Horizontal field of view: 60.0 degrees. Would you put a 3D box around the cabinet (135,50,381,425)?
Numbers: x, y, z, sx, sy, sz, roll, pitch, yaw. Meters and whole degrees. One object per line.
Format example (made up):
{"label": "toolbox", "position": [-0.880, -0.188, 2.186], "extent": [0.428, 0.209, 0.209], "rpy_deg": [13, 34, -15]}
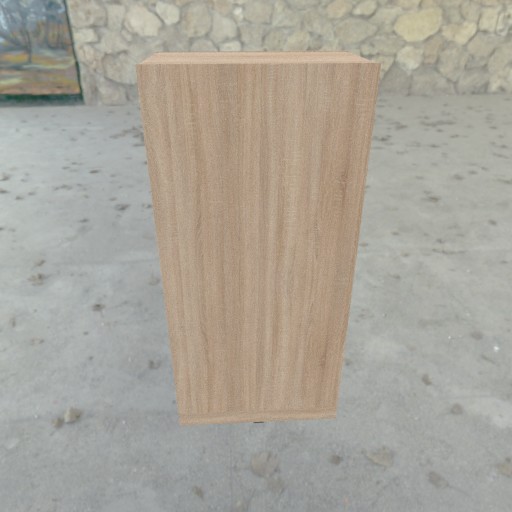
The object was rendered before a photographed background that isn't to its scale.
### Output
{"label": "cabinet", "position": [0.000, 0.000, 2.570], "extent": [1.001, 2.121, 0.590], "rpy_deg": [-2, 30, -3]}
